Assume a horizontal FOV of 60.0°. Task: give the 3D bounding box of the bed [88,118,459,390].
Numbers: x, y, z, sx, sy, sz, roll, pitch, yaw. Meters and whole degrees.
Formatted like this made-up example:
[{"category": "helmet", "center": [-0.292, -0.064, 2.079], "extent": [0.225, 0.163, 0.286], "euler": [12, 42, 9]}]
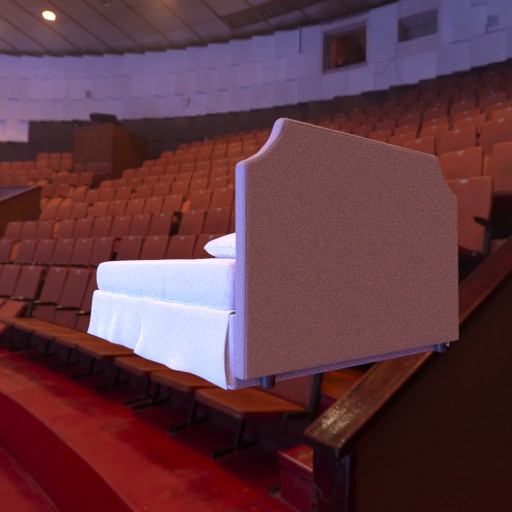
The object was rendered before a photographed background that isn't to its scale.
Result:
[{"category": "bed", "center": [0.000, 0.000, 4.187], "extent": [2.350, 1.590, 2.773], "euler": [1, -1, -36]}]
